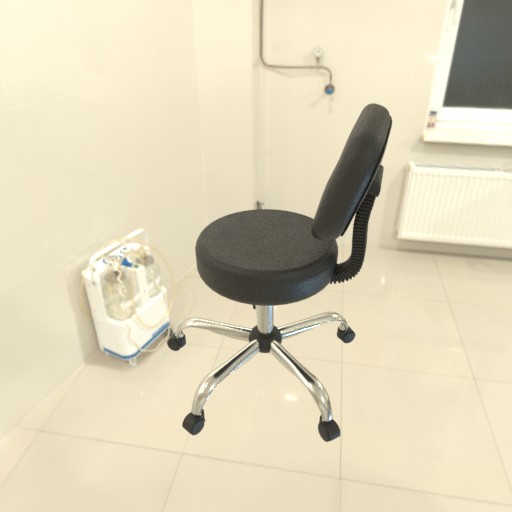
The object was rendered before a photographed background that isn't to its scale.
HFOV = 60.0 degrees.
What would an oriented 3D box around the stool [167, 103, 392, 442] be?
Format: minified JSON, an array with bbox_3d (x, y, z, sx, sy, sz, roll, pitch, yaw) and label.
[{"bbox_3d":[0.000,0.000,1.298,0.648,0.862,0.673,9,32,14],"label":"stool"}]
